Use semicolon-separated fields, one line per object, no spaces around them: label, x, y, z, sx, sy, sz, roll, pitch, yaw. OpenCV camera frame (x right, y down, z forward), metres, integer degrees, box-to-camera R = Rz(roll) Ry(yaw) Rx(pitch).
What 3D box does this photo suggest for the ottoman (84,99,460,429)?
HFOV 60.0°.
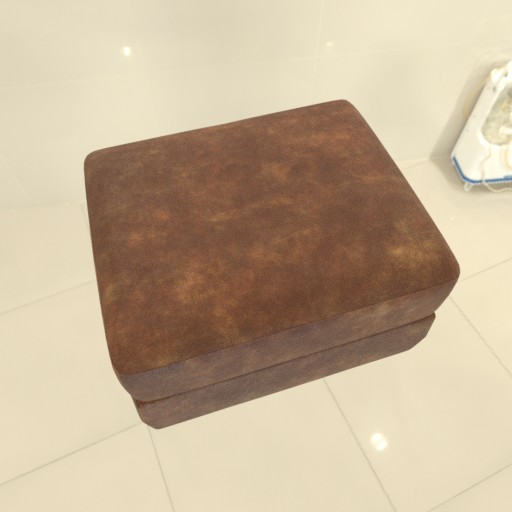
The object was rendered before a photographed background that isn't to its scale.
ottoman;0.000;0.000;1.136;0.751;0.476;0.603;-15;58;-9
